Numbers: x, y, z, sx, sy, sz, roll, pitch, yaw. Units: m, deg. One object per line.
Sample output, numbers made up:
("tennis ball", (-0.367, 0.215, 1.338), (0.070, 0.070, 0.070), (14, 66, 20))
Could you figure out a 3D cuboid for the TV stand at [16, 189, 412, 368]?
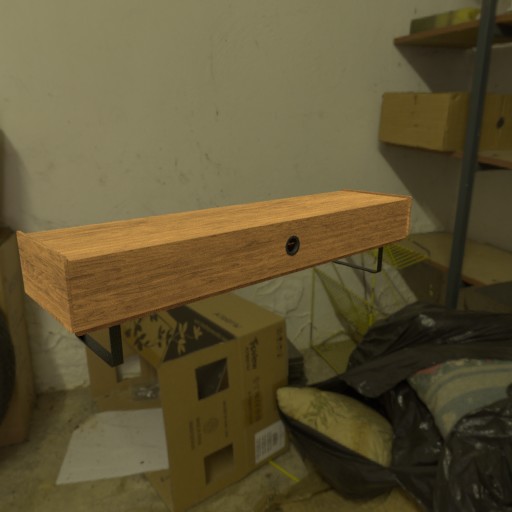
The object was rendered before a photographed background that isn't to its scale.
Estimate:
("TV stand", (0.000, 0.000, 1.988), (1.796, 0.415, 0.467), (-13, 20, -40))
